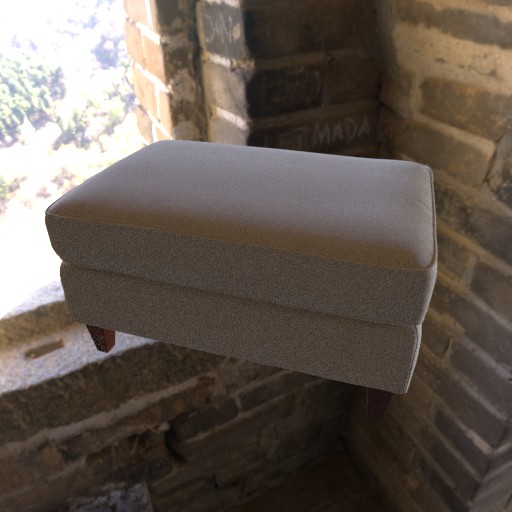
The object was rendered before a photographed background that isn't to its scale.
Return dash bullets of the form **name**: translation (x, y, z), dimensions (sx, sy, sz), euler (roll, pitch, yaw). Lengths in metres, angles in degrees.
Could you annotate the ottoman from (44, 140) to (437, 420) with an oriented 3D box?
- **ottoman**: translation (0.000, 0.000, 1.212), dimensions (0.862, 0.484, 0.583), euler (9, 33, 15)
